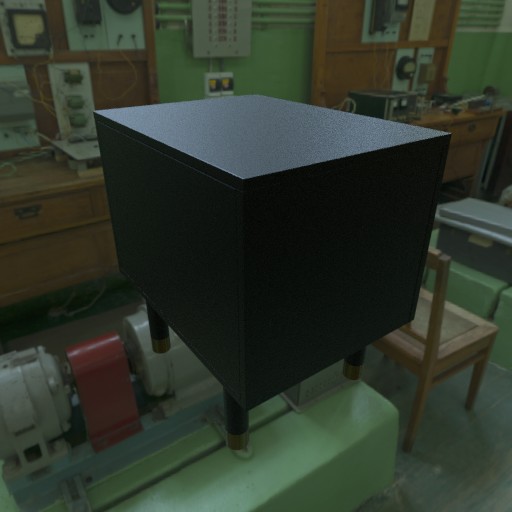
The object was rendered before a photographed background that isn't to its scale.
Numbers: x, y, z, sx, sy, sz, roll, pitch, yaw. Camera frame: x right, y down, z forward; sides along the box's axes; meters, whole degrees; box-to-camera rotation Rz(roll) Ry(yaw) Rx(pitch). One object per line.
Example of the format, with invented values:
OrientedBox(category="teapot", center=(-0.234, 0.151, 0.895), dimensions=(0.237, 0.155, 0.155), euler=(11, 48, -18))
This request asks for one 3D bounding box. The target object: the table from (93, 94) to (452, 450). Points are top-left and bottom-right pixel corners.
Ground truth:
OrientedBox(category="table", center=(0.000, 0.000, 0.980), dimensions=(0.441, 0.584, 0.564), euler=(-18, 33, -31))
